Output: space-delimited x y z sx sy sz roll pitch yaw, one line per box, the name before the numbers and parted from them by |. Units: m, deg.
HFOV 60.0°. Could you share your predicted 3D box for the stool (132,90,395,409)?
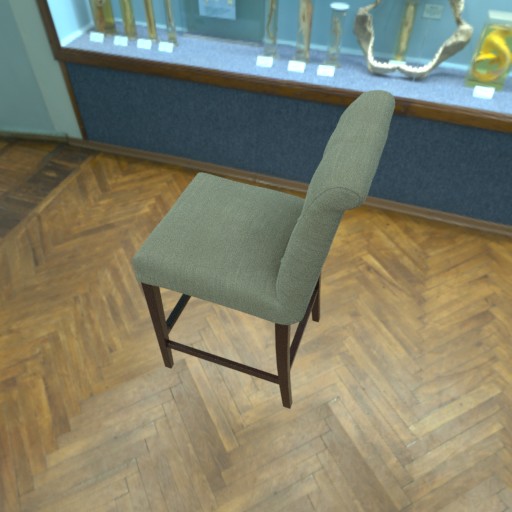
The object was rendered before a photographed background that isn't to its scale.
stool | 0.000 0.000 1.506 0.660 1.084 0.486 15 48 14
